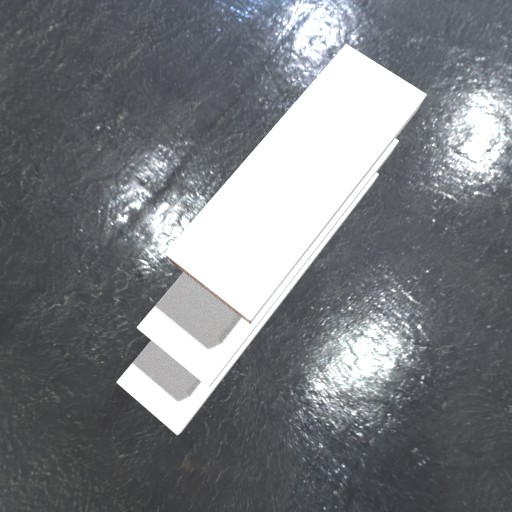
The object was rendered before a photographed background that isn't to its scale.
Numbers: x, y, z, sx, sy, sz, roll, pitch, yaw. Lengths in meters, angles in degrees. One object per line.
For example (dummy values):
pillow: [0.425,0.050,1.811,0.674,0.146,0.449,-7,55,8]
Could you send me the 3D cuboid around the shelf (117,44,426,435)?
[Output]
shelf: [0.000,0.000,0.717,0.140,0.293,0.610,37,78,9]
